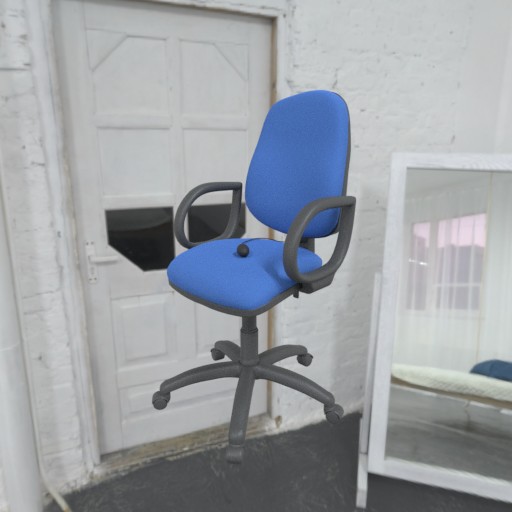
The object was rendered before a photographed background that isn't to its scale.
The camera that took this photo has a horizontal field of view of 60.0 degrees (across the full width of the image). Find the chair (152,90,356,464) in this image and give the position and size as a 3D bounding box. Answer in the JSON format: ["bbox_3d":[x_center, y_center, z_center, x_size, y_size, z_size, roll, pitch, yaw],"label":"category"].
[{"bbox_3d":[0.000,0.000,1.259,0.552,0.905,0.549,15,22,42],"label":"chair"}]
